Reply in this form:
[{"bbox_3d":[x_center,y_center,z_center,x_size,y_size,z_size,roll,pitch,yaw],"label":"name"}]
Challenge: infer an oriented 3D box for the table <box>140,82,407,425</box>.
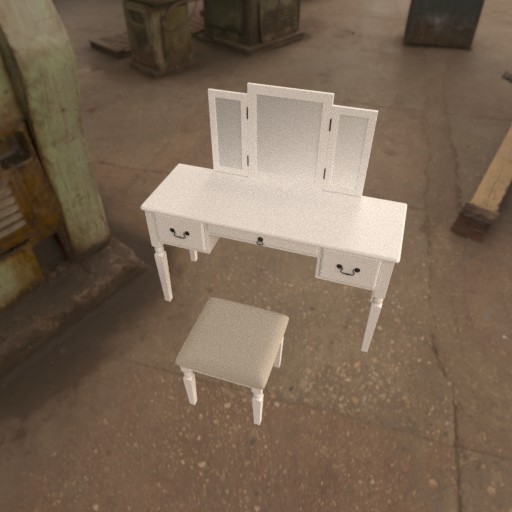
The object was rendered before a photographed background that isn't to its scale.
[{"bbox_3d":[0.000,0.000,2.245,1.369,1.310,1.115,12,43,13],"label":"table"}]
